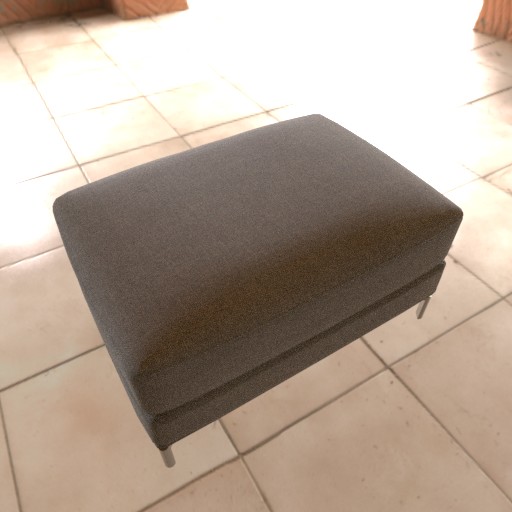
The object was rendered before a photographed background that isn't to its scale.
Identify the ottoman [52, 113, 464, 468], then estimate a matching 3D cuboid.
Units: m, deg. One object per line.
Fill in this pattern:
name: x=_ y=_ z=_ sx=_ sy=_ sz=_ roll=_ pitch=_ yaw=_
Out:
ottoman: x=0.000 y=0.000 z=1.147 sx=0.838 sy=0.457 sz=0.584 roll=-24 pitch=50 yaw=-22
